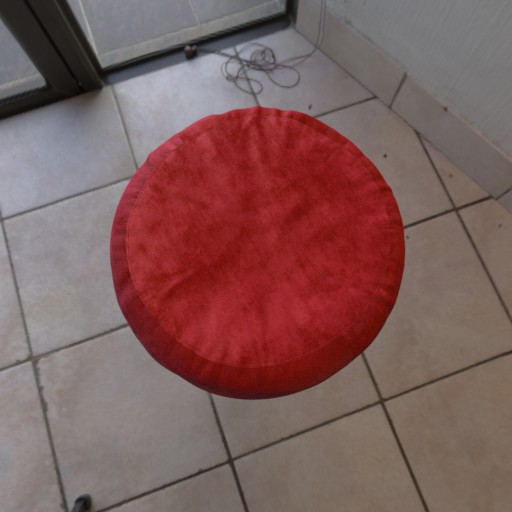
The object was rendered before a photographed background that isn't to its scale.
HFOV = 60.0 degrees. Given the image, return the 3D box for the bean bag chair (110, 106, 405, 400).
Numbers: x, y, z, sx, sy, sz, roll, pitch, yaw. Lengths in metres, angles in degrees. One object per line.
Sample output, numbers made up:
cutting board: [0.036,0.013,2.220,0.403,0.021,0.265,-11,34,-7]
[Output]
bean bag chair: [0.000,0.000,2.002,1.219,0.762,1.219,0,76,0]
